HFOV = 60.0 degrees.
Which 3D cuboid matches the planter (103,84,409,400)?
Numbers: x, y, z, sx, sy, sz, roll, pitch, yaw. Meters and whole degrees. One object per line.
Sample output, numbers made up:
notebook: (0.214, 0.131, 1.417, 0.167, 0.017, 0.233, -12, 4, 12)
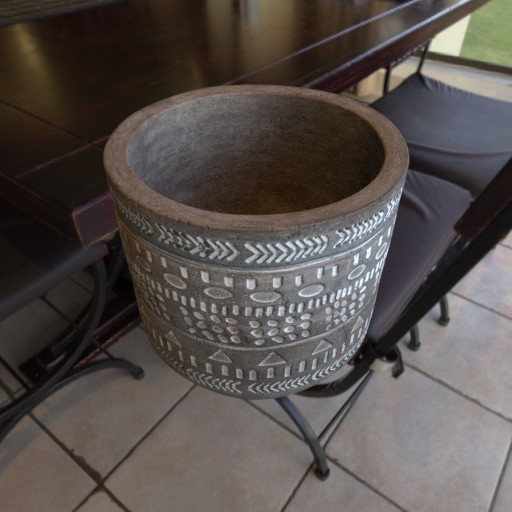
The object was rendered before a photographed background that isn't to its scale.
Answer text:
planter: (0.000, 0.000, 0.258, 0.142, 0.149, 0.142, 0, 41, 0)
